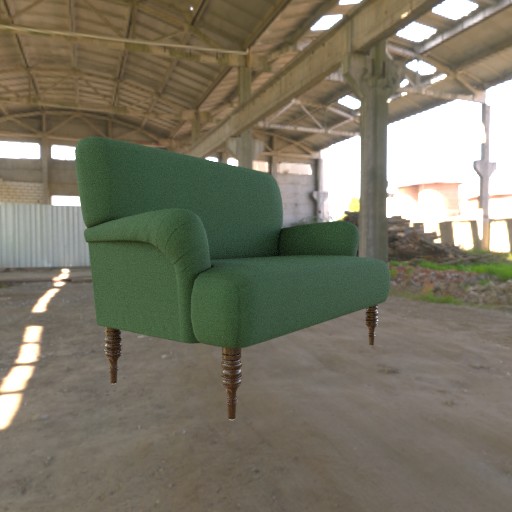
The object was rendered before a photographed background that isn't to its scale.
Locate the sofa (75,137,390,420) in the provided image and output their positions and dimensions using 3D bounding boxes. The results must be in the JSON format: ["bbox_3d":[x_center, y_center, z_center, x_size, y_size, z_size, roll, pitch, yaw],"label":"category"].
[{"bbox_3d":[0.000,0.000,1.864,0.779,0.889,1.297,2,3,36],"label":"sofa"}]
